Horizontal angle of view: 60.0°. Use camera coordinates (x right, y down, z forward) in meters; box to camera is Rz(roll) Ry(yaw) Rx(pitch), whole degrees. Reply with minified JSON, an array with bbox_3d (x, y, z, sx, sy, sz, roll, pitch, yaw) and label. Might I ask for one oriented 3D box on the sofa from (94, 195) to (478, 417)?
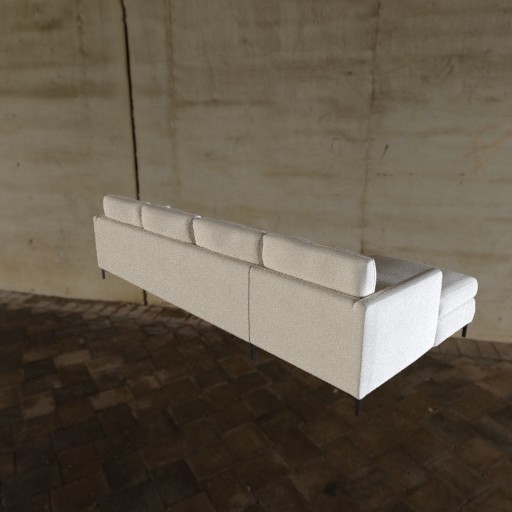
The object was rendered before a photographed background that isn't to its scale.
[{"bbox_3d":[0.000,0.000,3.814,1.467,0.875,3.186,-15,23,-41],"label":"sofa"}]
